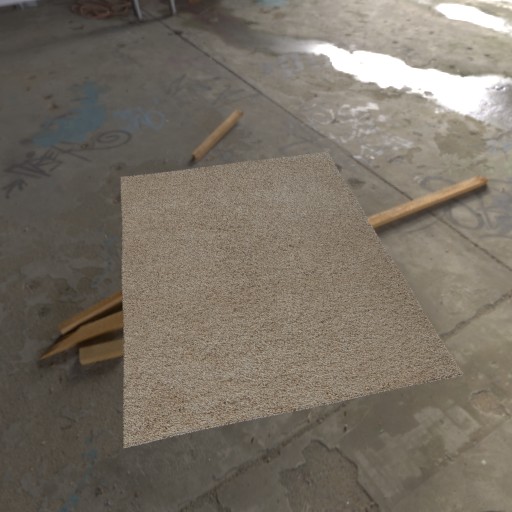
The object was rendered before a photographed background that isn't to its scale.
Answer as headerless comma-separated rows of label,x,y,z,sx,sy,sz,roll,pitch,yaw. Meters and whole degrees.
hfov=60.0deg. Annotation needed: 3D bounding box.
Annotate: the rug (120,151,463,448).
rug,0.000,0.000,4.045,2.400,0.025,3.000,-9,46,-9
